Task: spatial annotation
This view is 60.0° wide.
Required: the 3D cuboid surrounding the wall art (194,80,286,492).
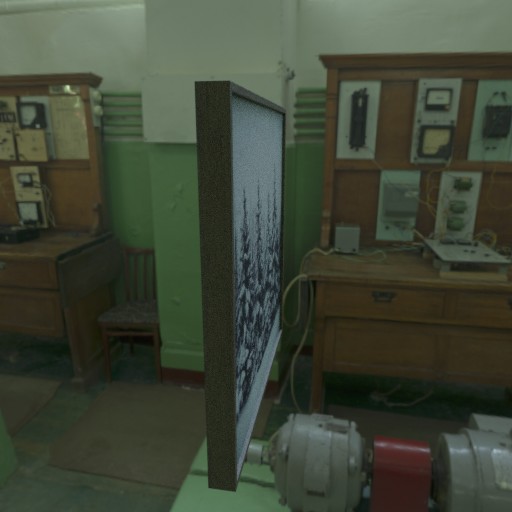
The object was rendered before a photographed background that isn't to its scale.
[{"bbox_3d":[0.000,0.000,0.761,0.037,0.507,0.507,3,15,10],"label":"wall art"}]
